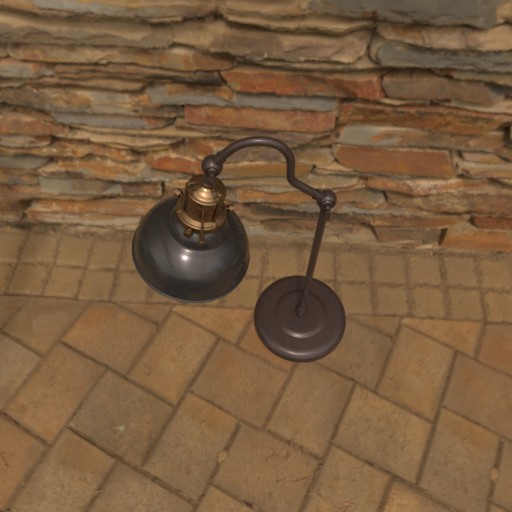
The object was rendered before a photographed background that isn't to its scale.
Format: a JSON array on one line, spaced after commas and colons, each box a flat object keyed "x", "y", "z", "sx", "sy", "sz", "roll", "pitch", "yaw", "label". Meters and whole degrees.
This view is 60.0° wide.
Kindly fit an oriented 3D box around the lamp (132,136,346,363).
[{"x": 0.000, "y": 0.000, "z": 0.708, "sx": 0.374, "sy": 0.508, "sz": 0.192, "roll": -1, "pitch": 59, "yaw": -1, "label": "lamp"}]
